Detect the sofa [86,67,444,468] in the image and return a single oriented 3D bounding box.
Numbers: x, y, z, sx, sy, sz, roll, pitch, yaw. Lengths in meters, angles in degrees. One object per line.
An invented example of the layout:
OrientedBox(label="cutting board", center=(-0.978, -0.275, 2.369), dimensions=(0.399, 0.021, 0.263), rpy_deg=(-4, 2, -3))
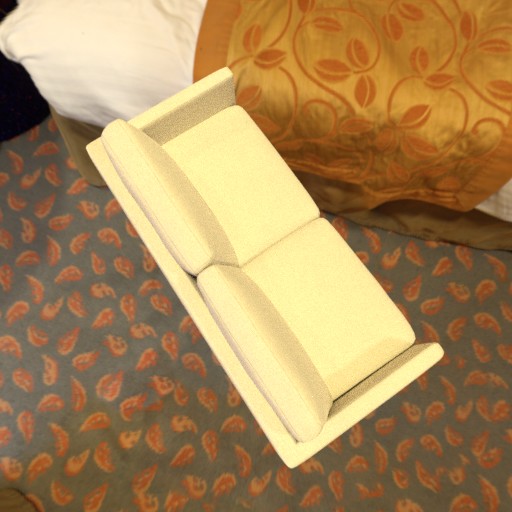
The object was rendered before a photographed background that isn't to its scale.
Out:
OrientedBox(label="sofa", center=(0.000, 0.000, 2.521), dimensions=(0.965, 0.889, 1.981), rpy_deg=(-33, 78, -8))
